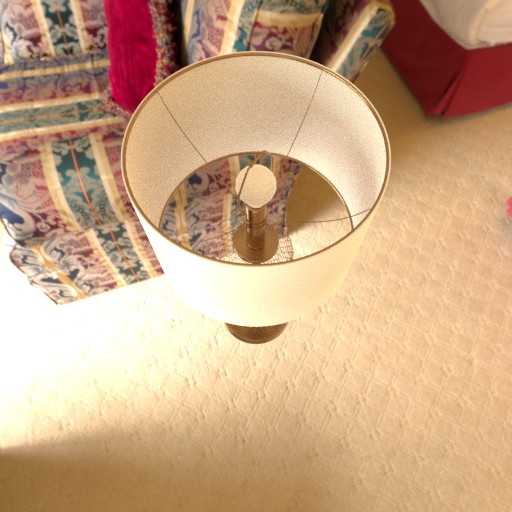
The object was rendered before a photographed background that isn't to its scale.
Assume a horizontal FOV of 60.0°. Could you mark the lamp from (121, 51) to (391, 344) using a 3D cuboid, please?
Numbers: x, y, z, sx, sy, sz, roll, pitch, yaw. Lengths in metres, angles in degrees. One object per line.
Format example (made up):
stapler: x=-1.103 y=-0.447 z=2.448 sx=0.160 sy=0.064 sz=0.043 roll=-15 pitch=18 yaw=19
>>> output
lamp: x=0.000 y=0.000 z=0.634 sx=0.252 sy=0.483 sz=0.252 roll=32 pitch=69 yaw=14
